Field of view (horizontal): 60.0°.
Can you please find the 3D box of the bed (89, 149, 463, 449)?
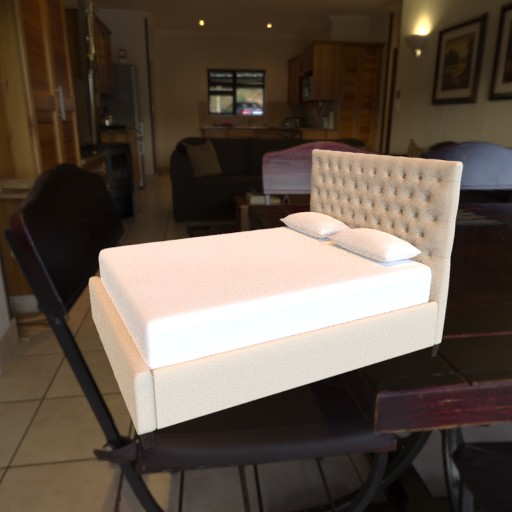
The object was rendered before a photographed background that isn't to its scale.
[{"bbox_3d":[0.000,0.000,3.320,2.233,1.426,1.696,-8,19,-26],"label":"bed"}]
